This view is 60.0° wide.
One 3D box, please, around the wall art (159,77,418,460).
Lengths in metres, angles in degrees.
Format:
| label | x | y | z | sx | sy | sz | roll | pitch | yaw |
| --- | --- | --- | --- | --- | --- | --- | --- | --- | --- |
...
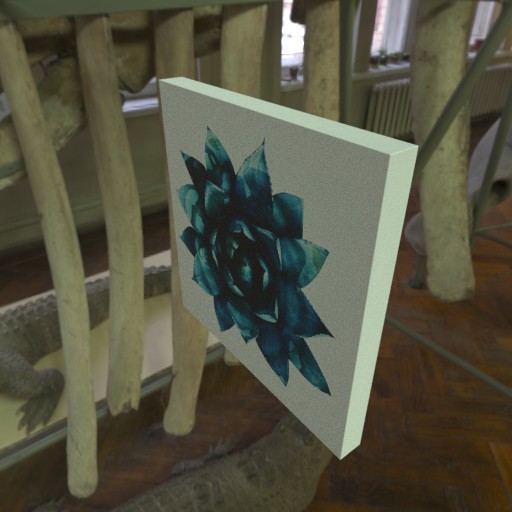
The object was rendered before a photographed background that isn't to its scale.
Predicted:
| label | x | y | z | sx | sy | sz | roll | pitch | yaw |
| --- | --- | --- | --- | --- | --- | --- | --- | --- | --- |
| wall art | 0.000 | 0.000 | 0.612 | 0.038 | 0.406 | 0.406 | -22 | 38 | -31 |
